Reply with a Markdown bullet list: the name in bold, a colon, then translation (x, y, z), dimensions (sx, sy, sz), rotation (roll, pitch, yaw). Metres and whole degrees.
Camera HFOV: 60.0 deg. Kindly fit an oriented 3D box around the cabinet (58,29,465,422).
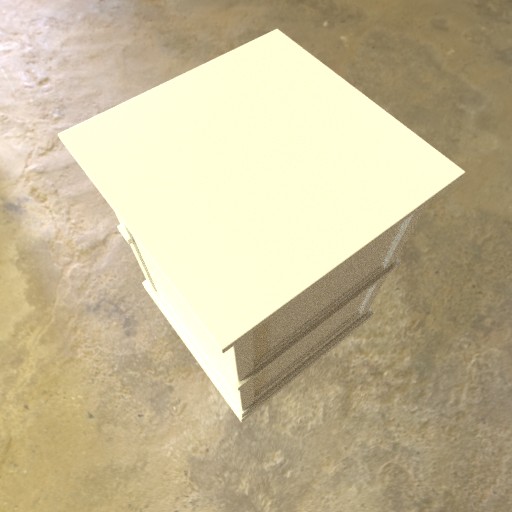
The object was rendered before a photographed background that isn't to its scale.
- **cabinet**: translation (0.000, 0.000, 1.165), dimensions (0.547, 0.775, 0.544), rotation (-34, 65, -18)
